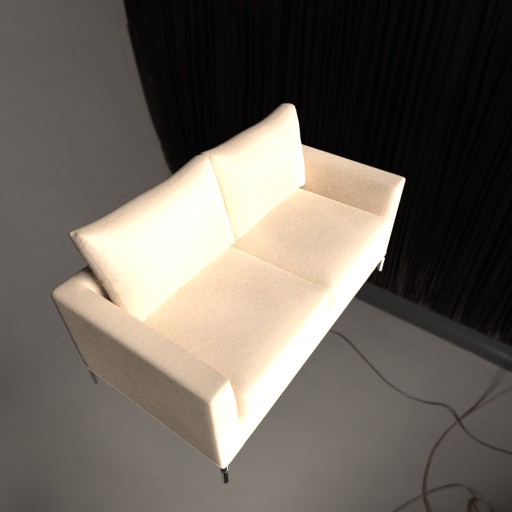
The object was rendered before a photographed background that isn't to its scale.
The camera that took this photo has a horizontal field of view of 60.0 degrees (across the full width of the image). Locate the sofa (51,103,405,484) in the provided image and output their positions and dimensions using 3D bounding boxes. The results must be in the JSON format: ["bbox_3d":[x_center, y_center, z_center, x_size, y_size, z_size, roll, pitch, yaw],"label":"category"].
[{"bbox_3d":[0.000,0.000,2.310,0.906,0.995,1.739,25,47,26],"label":"sofa"}]
